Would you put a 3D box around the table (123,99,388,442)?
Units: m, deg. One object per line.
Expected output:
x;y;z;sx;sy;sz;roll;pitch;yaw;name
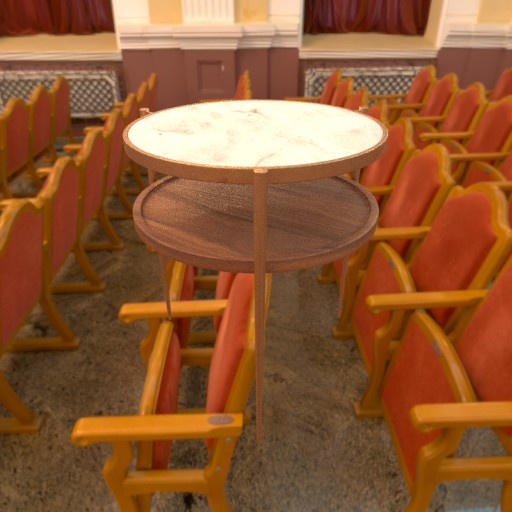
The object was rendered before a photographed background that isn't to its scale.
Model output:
0.000;0.000;0.839;0.430;0.493;0.456;-1;30;-1;table
